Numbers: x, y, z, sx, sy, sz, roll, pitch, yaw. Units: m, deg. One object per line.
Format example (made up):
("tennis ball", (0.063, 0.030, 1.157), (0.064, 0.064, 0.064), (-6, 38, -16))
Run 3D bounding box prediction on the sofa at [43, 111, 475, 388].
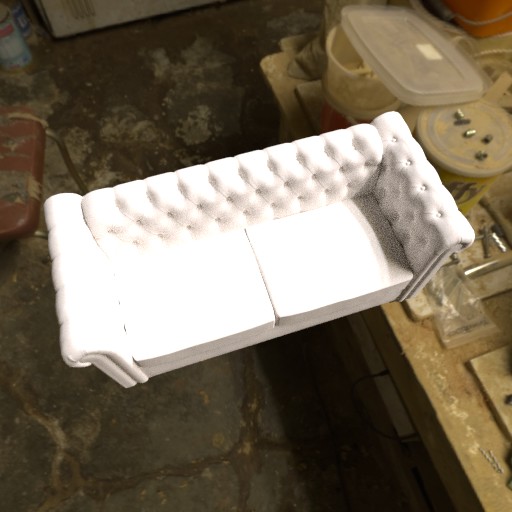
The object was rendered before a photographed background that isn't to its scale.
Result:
("sofa", (0.000, 0.000, 2.260), (1.798, 0.796, 0.771), (-16, 64, -8))
